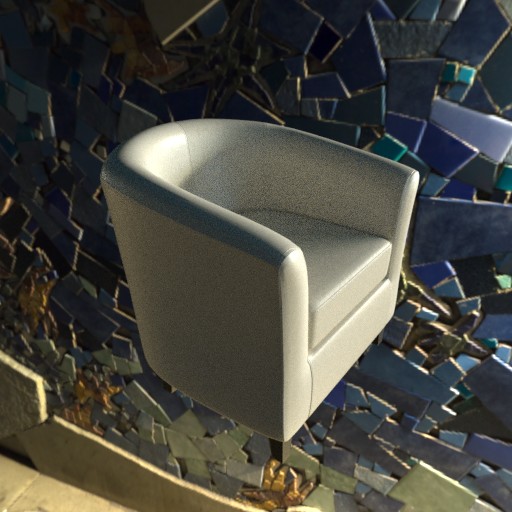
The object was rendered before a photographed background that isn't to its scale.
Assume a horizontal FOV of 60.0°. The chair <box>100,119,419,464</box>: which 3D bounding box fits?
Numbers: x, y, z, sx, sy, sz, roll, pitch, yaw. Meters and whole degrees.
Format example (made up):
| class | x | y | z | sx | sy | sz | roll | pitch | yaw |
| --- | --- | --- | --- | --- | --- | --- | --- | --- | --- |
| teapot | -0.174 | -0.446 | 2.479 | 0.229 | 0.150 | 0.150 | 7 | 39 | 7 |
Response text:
| class | x | y | z | sx | sy | sz | roll | pitch | yaw |
| --- | --- | --- | --- | --- | --- | --- | --- | --- | --- |
| chair | 0.000 | 0.000 | 1.401 | 0.727 | 0.756 | 0.792 | 18 | 32 | 33 |
